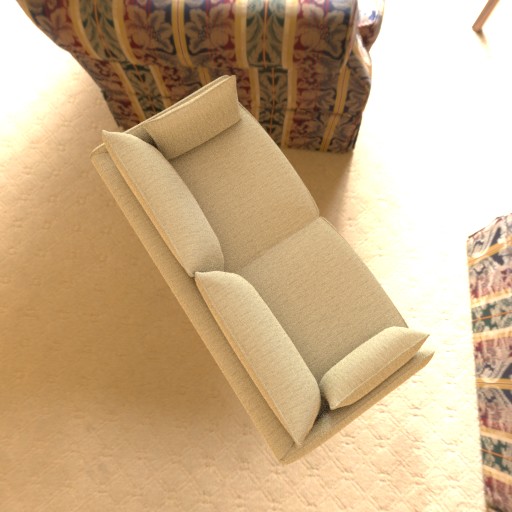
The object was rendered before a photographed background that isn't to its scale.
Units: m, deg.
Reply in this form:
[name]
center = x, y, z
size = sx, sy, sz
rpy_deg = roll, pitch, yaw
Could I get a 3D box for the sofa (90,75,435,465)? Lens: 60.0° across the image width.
[sofa]
center = 0.000, 0.000, 2.523
size = 0.991, 0.860, 1.989
rpy_deg = -33, 78, -8
